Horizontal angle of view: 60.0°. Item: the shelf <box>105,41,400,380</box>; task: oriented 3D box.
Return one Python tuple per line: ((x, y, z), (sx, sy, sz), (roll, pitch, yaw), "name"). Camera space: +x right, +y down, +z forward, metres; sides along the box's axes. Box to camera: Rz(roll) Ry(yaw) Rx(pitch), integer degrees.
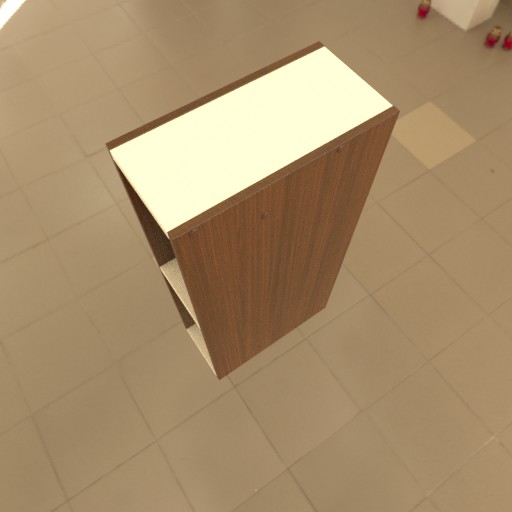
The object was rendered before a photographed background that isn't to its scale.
((0.000, 0.000, 0.746), (0.290, 0.600, 0.147), (-32, 67, -15), "shelf")
